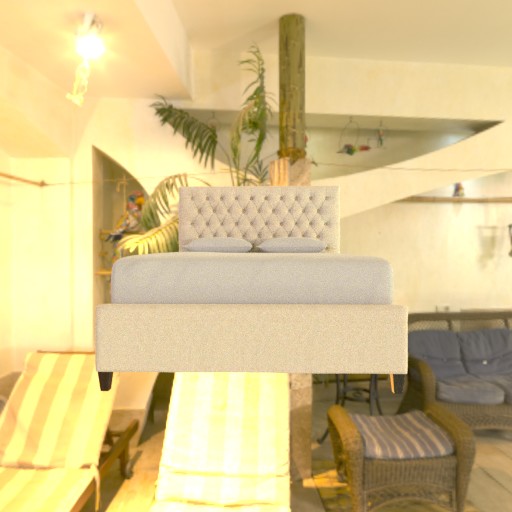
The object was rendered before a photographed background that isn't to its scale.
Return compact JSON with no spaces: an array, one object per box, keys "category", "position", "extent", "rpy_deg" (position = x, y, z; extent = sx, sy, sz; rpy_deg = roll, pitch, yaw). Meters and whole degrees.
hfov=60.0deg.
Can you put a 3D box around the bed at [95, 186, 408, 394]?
[{"category":"bed","position":[0.000,0.000,3.526],"extent":[1.698,1.427,2.387],"rpy_deg":[0,1,2]}]
